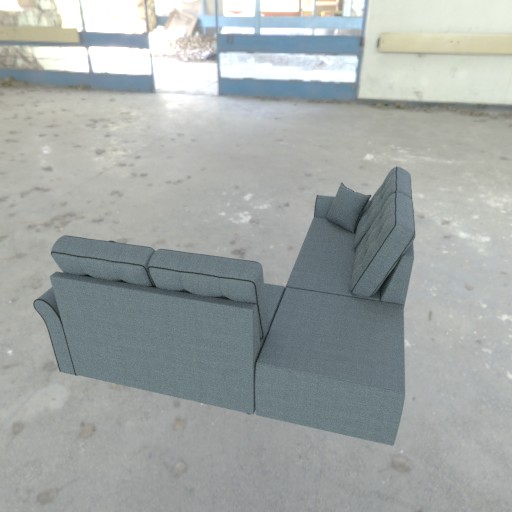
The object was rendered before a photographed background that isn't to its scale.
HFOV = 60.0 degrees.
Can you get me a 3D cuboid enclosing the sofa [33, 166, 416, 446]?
[{"bbox_3d":[0.000,0.000,3.198,2.070,0.988,2.068,8,30,14],"label":"sofa"}]
